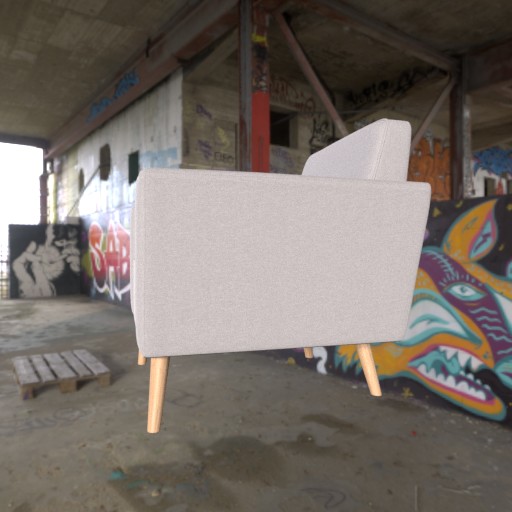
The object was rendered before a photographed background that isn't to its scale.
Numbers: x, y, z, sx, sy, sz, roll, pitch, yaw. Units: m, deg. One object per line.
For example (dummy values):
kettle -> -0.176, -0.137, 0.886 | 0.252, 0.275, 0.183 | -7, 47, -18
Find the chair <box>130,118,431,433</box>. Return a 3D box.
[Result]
chair -> 0.000, 0.000, 1.390 | 0.750, 0.780, 0.780 | 0, 0, -17
